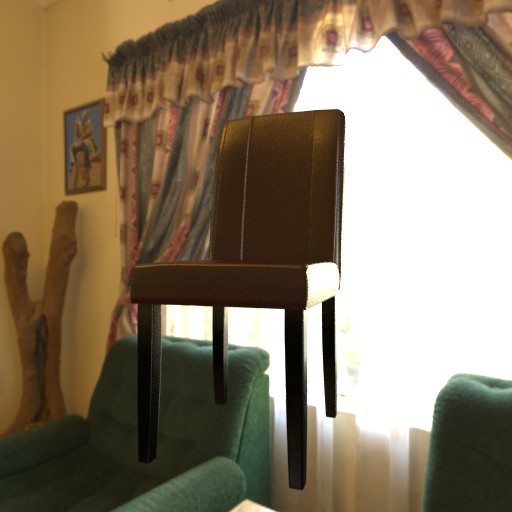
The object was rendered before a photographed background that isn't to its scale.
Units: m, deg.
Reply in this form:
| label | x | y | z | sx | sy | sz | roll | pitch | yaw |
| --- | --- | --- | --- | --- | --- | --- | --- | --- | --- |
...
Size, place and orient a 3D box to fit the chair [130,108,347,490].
| label | x | y | z | sx | sy | sz | roll | pitch | yaw |
| --- | --- | --- | --- | --- | --- | --- | --- | --- | --- |
| chair | 0.000 | 0.000 | 1.147 | 0.399 | 0.897 | 0.556 | 0 | 0 | 19 |
